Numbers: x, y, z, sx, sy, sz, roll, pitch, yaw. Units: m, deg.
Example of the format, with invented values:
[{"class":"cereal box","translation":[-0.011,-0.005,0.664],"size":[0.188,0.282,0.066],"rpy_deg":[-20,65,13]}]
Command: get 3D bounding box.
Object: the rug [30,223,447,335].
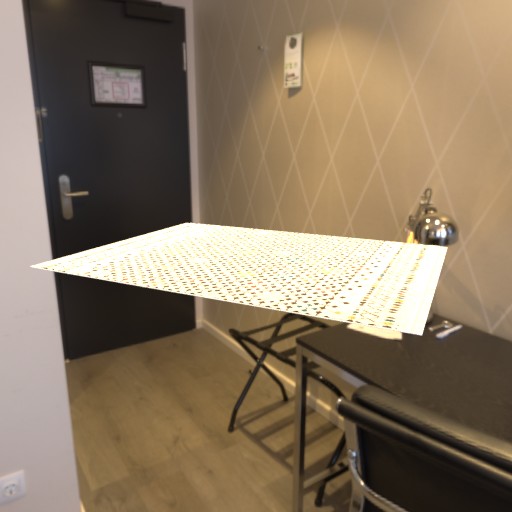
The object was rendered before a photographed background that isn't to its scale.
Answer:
[{"class":"rug","translation":[0.000,0.000,2.031],"size":[1.556,0.006,1.146],"rpy_deg":[7,16,25]}]
